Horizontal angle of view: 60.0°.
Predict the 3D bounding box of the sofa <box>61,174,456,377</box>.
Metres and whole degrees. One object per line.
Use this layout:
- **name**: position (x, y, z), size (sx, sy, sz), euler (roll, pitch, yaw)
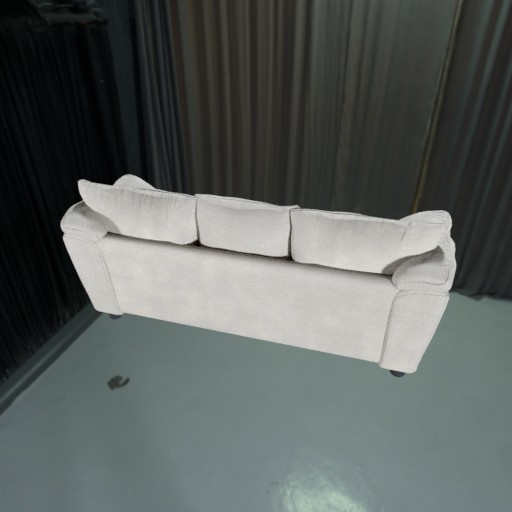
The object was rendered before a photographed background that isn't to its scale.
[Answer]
- **sofa**: position (0.000, 0.000, 2.895), size (2.334, 0.996, 0.878), euler (9, 32, 14)
